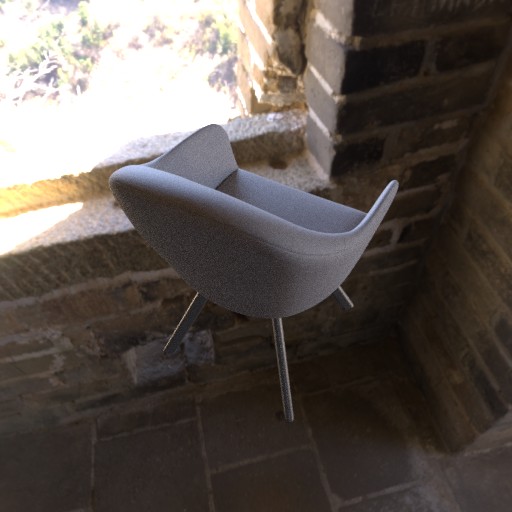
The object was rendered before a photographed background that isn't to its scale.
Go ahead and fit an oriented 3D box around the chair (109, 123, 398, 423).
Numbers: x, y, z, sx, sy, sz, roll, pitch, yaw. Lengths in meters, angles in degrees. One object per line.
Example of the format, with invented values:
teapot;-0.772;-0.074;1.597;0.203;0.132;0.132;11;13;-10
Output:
chair;0.000;0.000;1.166;0.540;0.780;0.570;23;51;20
